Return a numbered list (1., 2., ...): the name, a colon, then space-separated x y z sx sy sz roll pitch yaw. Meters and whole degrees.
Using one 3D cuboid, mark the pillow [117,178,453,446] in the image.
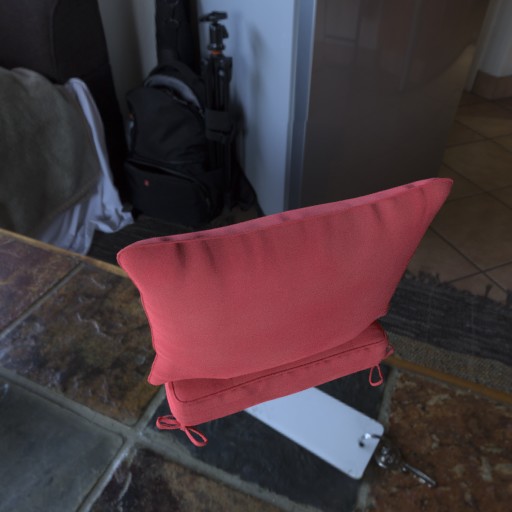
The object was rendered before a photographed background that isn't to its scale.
1. pillow: 0.000 0.000 1.352 0.798 0.725 0.733 -14 43 -15
